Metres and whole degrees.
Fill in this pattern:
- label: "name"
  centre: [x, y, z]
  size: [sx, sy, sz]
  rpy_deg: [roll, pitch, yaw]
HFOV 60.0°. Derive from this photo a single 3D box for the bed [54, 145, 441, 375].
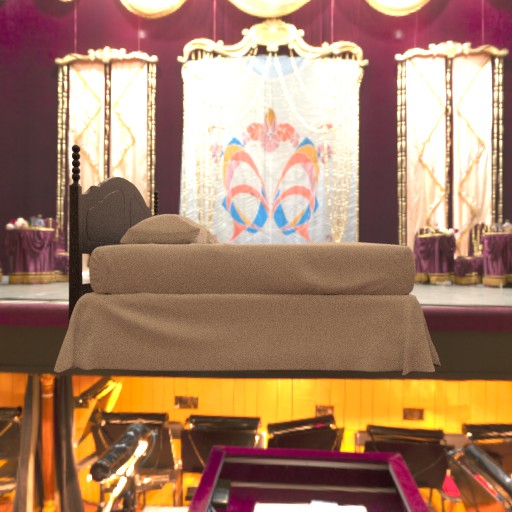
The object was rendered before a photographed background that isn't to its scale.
- label: "bed"
  centre: [0.000, 0.000, 3.608]
  size: [2.219, 1.355, 2.322]
  rpy_deg: [0, 0, 2]
